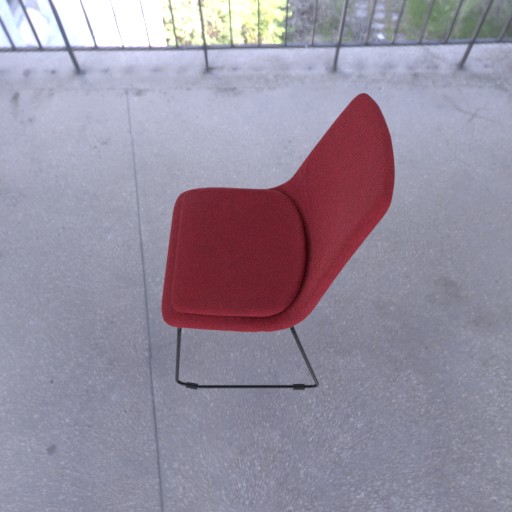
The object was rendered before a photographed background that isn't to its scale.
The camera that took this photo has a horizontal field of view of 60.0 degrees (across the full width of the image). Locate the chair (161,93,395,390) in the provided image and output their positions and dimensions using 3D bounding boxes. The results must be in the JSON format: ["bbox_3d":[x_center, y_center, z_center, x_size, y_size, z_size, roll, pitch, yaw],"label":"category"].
[{"bbox_3d":[0.000,0.000,1.200,0.518,0.858,0.479,0,57,0],"label":"chair"}]
